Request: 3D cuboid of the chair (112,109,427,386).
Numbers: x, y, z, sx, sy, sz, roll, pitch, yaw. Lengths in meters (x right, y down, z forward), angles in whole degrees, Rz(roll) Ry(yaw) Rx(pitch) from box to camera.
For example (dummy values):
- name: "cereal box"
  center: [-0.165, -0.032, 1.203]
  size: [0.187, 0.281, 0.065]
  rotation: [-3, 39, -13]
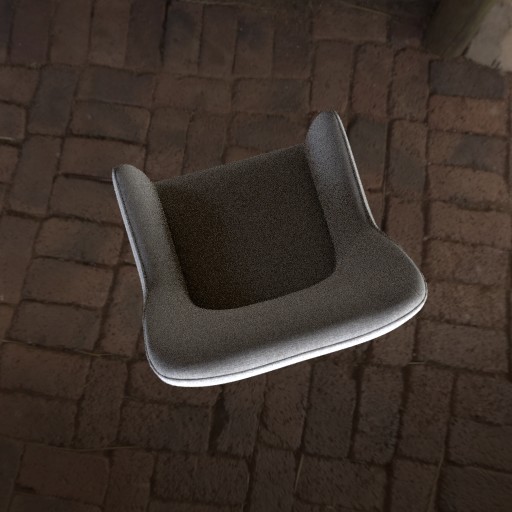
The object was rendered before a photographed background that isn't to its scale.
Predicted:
- name: "chair"
  center: [0.000, 0.000, 1.238]
  size: [0.610, 0.813, 0.610]
  rotation: [-16, 76, -4]
